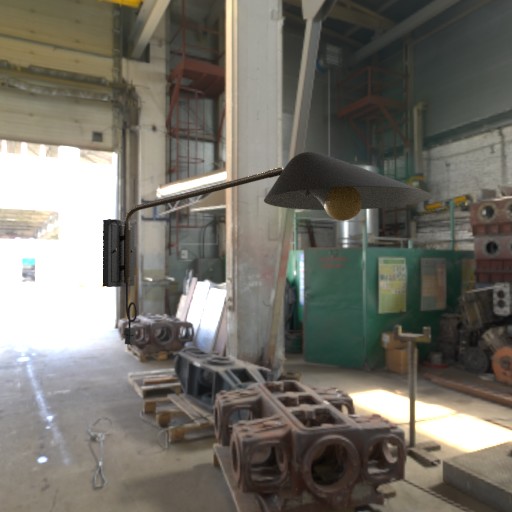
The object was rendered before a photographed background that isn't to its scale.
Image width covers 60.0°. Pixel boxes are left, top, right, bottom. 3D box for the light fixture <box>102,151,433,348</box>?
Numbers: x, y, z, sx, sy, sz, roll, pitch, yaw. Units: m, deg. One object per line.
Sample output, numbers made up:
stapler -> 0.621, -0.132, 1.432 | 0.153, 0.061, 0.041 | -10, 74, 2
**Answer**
light fixture -> 0.000, 0.000, 0.695 | 0.516, 0.312, 0.240 | 0, -1, 18
